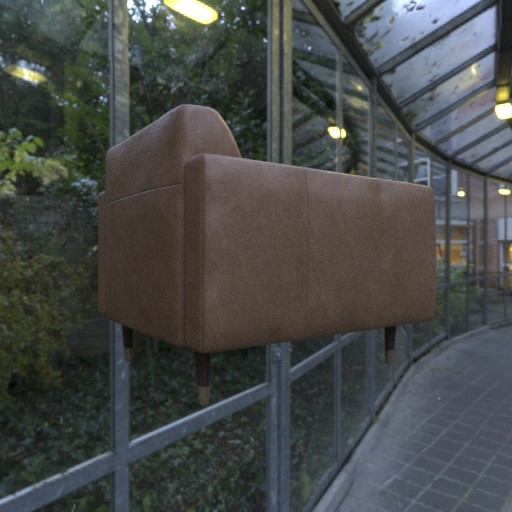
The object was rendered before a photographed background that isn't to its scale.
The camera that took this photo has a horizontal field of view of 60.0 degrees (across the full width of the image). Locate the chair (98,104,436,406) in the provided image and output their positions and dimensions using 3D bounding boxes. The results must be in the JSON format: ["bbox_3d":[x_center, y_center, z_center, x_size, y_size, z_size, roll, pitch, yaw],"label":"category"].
[{"bbox_3d":[0.000,0.000,1.701,0.998,0.819,0.953,0,0,-35],"label":"chair"}]
